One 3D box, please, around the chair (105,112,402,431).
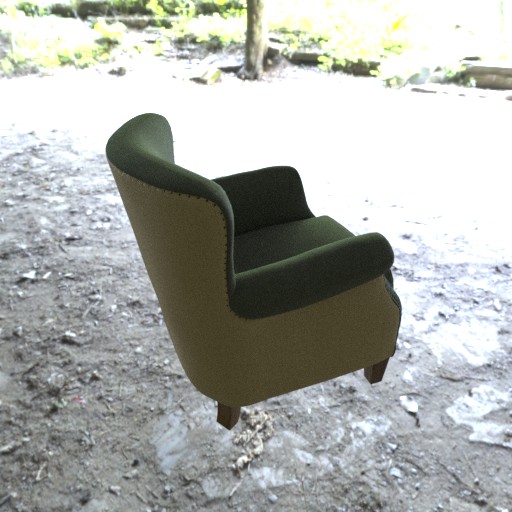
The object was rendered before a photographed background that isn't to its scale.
[{"bbox_3d":[0.000,0.000,1.634,0.921,0.936,0.861,-10,32,-17],"label":"chair"}]
